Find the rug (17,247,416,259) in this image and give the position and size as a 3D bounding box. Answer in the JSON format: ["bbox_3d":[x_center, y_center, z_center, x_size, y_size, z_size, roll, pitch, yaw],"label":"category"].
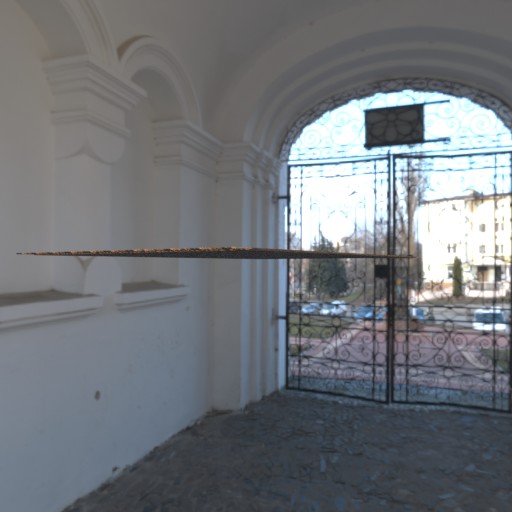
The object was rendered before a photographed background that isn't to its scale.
[{"bbox_3d":[0.000,0.000,2.990,1.516,0.010,2.434,-1,-1,35],"label":"rug"}]
